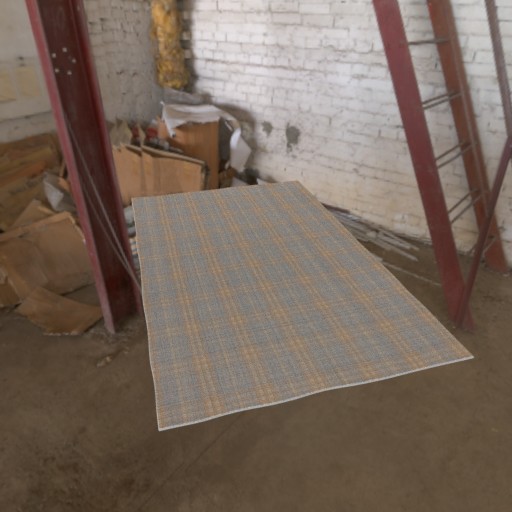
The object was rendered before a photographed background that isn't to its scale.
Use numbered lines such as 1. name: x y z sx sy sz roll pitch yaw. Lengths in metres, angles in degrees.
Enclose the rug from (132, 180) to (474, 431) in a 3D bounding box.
1. rug: 0.000 0.000 3.013 1.545 0.016 2.460 -8 32 -14
